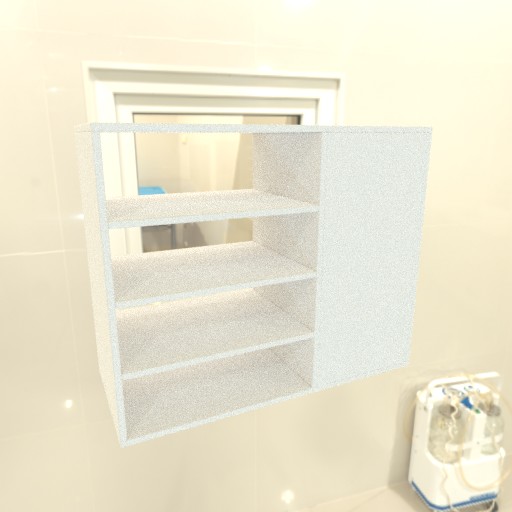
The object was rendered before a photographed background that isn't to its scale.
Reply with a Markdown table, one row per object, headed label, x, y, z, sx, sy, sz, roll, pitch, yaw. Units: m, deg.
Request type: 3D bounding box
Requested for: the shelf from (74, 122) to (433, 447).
| label | x | y | z | sx | sy | sz | roll | pitch | yaw |
| --- | --- | --- | --- | --- | --- | --- | --- | --- | --- |
| shelf | 0.000 | 0.000 | 1.303 | 0.895 | 0.732 | 0.396 | -7 | 17 | -25 |
